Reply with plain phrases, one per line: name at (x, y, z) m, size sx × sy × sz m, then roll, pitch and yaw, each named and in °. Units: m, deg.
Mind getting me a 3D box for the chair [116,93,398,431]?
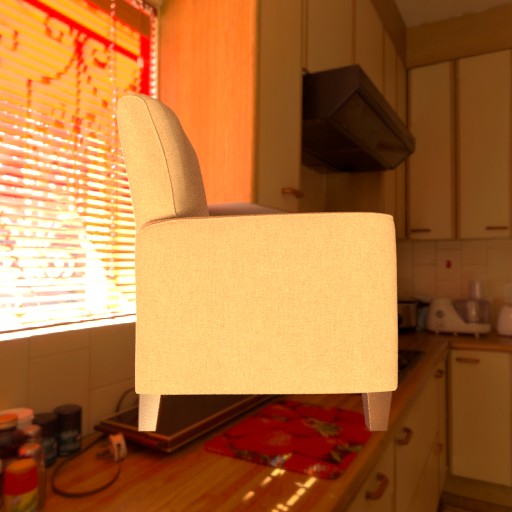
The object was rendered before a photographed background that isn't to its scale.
chair at (0.000, 0.000, 1.657) m, size 0.859 × 1.023 × 0.845 m, roll 0°, pitch -1°, yaw -1°
